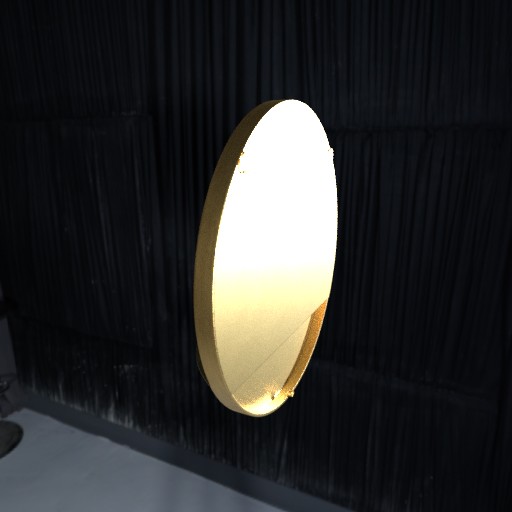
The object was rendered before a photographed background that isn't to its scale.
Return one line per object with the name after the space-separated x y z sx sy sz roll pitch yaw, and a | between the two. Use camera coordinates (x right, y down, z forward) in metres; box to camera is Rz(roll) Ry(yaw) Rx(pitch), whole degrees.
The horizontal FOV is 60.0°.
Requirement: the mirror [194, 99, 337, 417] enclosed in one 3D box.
0.000 0.000 0.694 0.133 0.457 0.457 7 16 25 | mirror
